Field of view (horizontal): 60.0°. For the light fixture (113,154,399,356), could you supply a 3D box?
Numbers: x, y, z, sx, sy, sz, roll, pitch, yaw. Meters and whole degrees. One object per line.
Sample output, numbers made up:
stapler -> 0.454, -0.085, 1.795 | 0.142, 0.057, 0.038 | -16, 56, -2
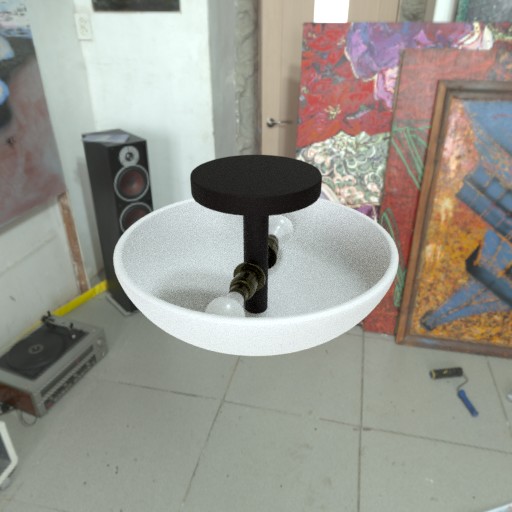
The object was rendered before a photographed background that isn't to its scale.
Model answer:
light fixture -> 0.000, 0.000, 0.544 | 0.331, 0.212, 0.331 | 0, 29, 0
